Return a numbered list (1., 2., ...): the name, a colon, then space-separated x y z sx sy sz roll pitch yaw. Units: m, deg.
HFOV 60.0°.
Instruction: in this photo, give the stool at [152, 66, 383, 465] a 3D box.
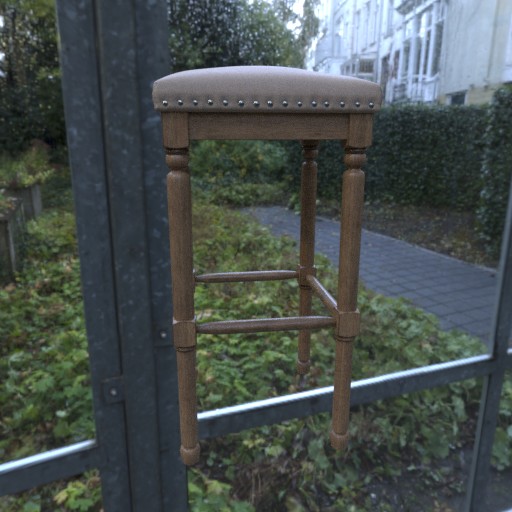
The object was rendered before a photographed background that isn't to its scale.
1. stool: 0.000 0.000 0.980 0.382 0.768 0.383 -2 15 -8
